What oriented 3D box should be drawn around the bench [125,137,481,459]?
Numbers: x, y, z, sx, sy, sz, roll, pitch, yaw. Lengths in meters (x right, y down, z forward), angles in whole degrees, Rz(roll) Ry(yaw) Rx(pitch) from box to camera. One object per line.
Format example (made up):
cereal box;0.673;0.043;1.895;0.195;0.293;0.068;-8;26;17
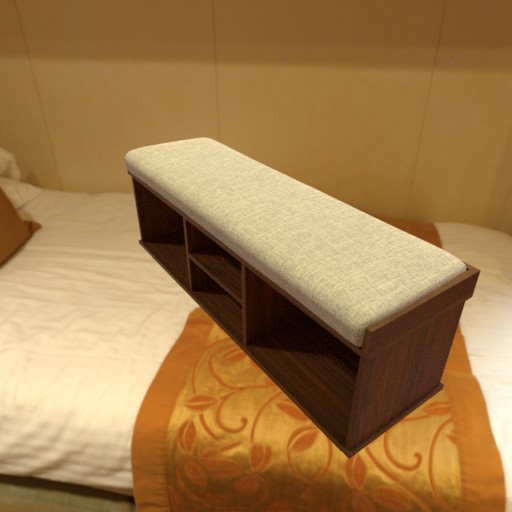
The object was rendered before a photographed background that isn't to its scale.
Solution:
bench;0.000;0.000;1.407;0.367;0.468;1.196;-21;37;-30
